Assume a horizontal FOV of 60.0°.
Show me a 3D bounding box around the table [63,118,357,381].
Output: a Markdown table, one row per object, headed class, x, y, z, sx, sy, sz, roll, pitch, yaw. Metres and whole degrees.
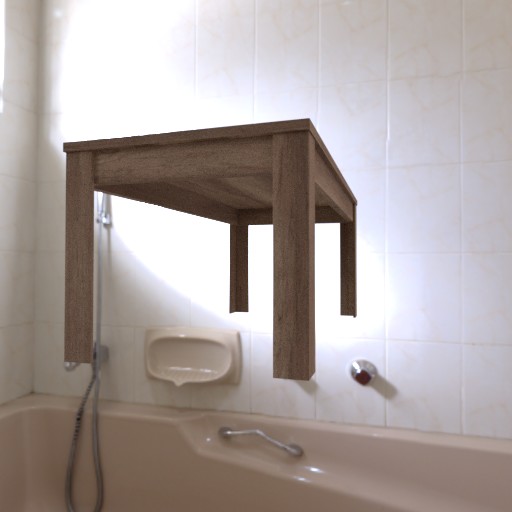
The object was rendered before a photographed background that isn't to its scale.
| class | x | y | z | sx | sy | sz | roll | pitch | yaw |
| --- | --- | --- | --- | --- | --- | --- | --- | --- | --- |
| table | 0.000 | 0.000 | 2.319 | 0.900 | 0.790 | 1.800 | 0 | -1 | 17 |
